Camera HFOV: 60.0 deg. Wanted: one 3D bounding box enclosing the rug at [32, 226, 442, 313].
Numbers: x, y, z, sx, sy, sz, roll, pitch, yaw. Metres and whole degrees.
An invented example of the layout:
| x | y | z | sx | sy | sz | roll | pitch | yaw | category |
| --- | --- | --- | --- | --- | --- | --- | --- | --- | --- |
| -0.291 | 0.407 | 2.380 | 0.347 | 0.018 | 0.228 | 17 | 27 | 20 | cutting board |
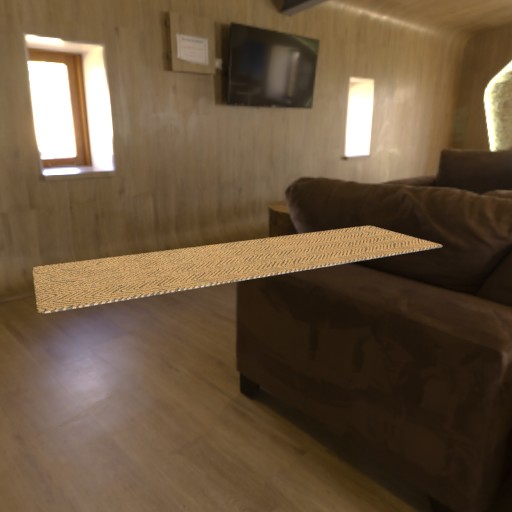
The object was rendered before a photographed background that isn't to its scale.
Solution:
| x | y | z | sx | sy | sz | roll | pitch | yaw | category |
| --- | --- | --- | --- | --- | --- | --- | --- | --- | --- |
| 0.000 | 0.000 | 2.538 | 2.286 | 0.008 | 0.686 | -8 | 18 | -26 | rug |
